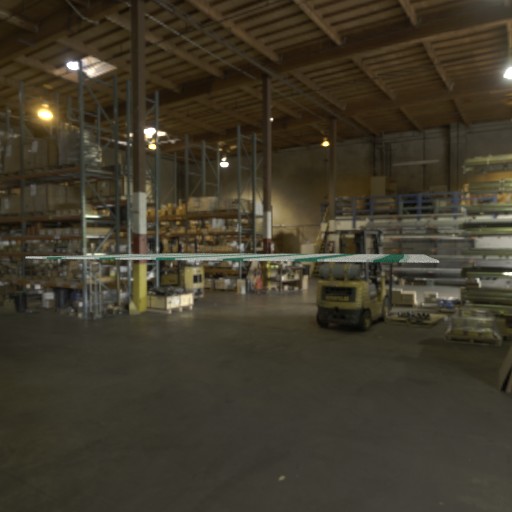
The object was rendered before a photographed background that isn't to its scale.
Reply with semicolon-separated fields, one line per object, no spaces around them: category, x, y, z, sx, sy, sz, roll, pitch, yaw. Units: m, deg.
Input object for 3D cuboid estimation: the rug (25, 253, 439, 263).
rug;0.000;0.000;4.164;3.041;0.019;2.434;0;1;19
